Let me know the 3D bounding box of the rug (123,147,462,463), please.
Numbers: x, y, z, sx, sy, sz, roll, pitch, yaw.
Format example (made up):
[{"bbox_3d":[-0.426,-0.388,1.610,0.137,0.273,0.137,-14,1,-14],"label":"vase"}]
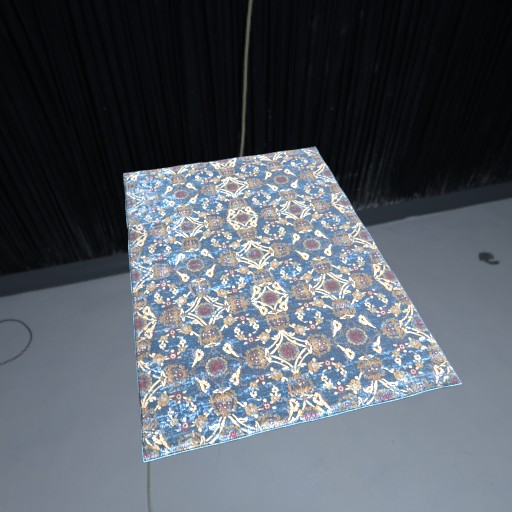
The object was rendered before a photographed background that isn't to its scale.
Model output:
[{"bbox_3d":[0.000,0.000,2.815,1.567,0.014,2.207,-10,47,-10],"label":"rug"}]
